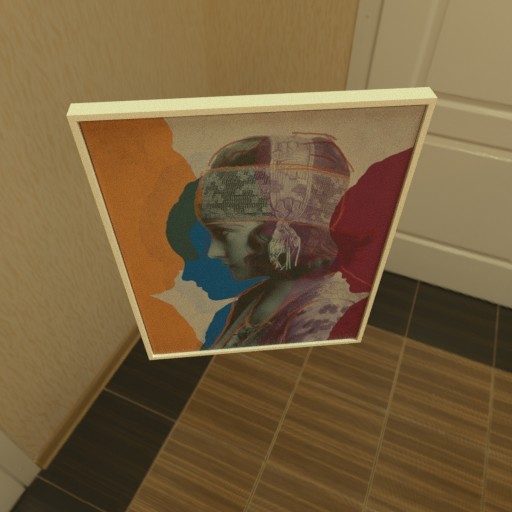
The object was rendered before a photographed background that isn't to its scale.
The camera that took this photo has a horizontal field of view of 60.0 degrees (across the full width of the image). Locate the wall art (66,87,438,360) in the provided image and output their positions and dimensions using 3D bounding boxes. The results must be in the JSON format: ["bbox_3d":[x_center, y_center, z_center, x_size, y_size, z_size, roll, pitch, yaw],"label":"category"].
[{"bbox_3d":[0.000,0.000,0.736,0.443,0.549,0.030,-4,47,-4],"label":"wall art"}]
